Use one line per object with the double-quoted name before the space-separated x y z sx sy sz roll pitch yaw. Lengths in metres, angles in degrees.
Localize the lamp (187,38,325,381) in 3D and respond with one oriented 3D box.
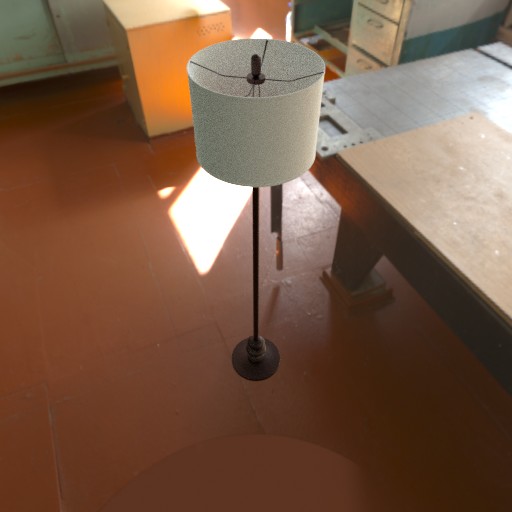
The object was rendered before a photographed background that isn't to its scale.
"lamp" 0.000 0.000 1.665 0.356 1.487 0.356 8 47 7
